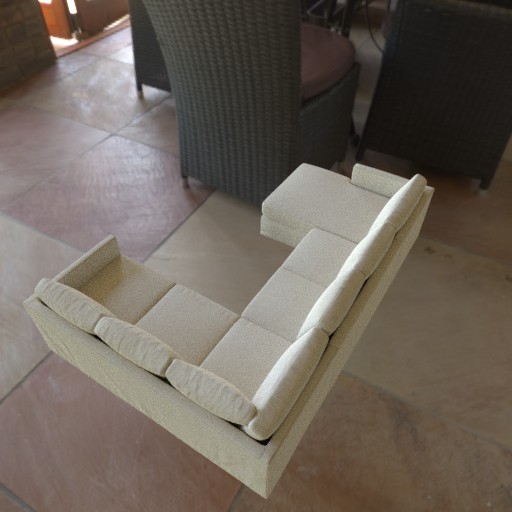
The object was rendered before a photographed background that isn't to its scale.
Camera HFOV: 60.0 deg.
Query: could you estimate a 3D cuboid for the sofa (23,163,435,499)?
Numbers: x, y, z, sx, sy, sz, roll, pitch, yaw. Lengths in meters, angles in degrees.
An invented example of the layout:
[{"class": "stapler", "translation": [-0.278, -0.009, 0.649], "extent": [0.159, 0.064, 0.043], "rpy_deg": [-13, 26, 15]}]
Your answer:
[{"class": "sofa", "translation": [0.000, 0.000, 4.421], "extent": [2.448, 0.882, 3.464], "rpy_deg": [24, 50, 22]}]
